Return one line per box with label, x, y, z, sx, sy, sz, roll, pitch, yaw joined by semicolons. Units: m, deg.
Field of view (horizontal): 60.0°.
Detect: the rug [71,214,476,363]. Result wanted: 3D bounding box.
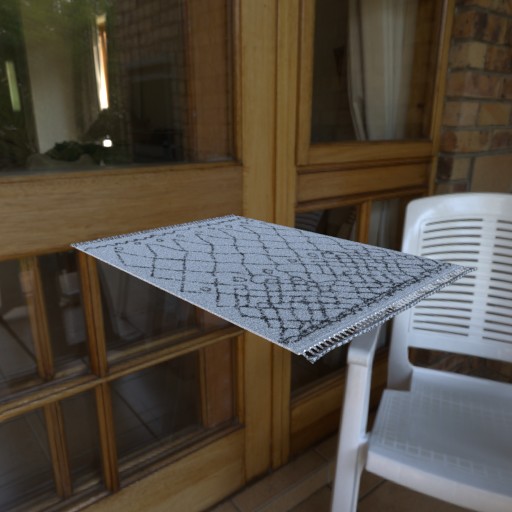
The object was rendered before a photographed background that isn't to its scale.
rug;0.000;0.000;3.030;1.613;0.017;2.312;-16;23;-42
